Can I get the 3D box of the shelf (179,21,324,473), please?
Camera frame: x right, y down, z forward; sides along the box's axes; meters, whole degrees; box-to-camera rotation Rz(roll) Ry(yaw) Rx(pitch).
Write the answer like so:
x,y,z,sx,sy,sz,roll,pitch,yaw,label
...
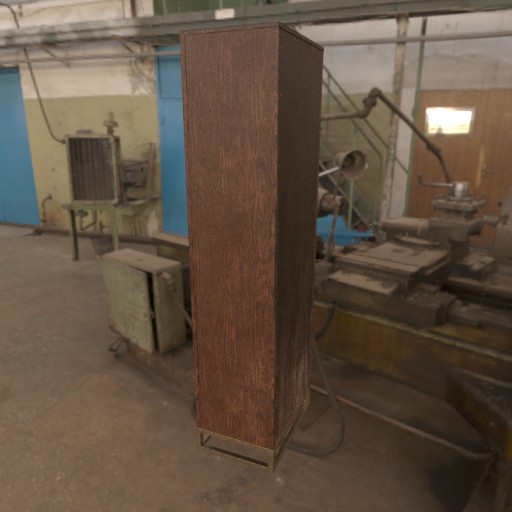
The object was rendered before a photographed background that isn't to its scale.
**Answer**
x,y,z,sx,sy,sz,roll,pitch,yaw,label
0.000,0.000,1.951,0.395,1.732,0.539,7,18,23,shelf
